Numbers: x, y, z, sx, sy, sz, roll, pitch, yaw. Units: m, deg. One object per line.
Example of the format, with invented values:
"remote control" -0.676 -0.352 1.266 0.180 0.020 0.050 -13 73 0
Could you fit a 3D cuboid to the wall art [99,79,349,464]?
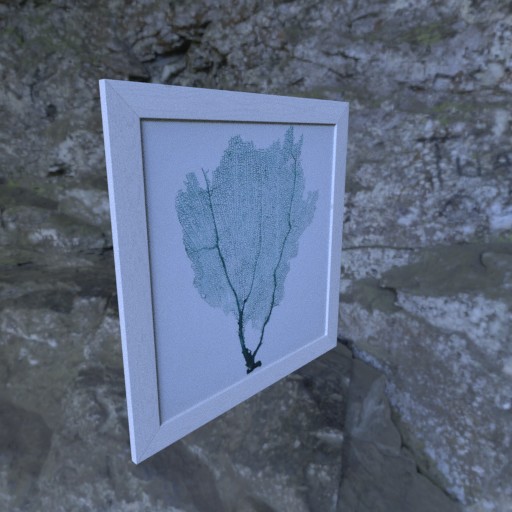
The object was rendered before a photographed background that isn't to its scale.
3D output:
"wall art" 0.000 0.000 0.838 0.015 0.577 0.572 14 21 42
